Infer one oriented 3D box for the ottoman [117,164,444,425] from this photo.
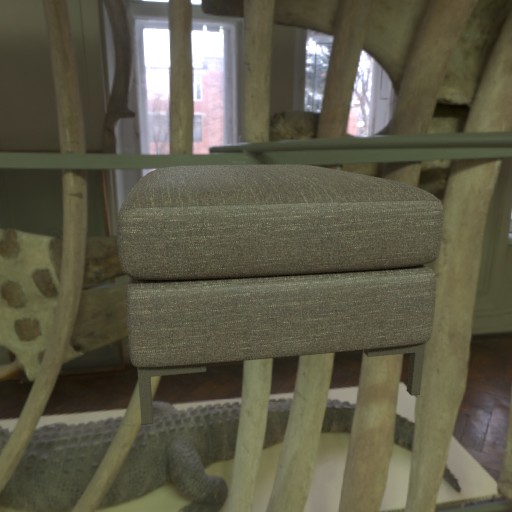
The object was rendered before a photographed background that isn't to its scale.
[{"bbox_3d":[0.000,0.000,1.261,0.671,0.490,0.820,-3,15,-10],"label":"ottoman"}]
